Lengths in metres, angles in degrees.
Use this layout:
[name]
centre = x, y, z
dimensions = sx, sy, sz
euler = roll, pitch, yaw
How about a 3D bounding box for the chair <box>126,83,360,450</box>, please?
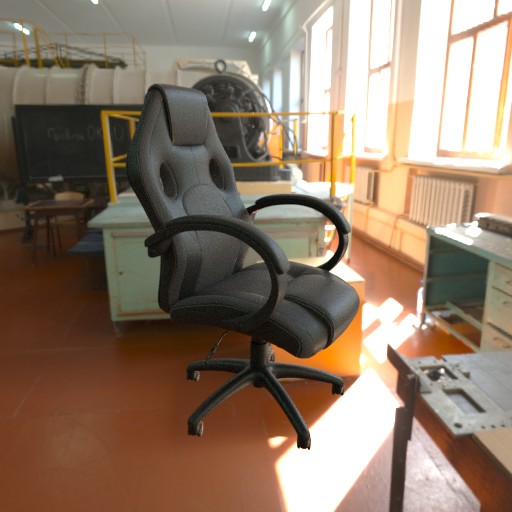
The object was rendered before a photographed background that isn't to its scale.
[chair]
centre = 0.000, 0.000, 1.605
dimensions = 0.724, 1.187, 0.673
euler = 8, 17, 27
